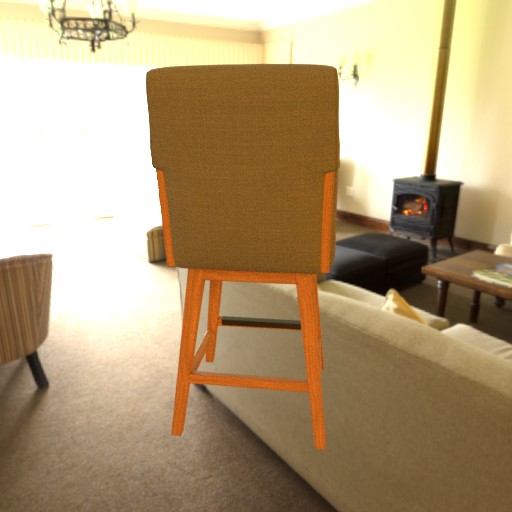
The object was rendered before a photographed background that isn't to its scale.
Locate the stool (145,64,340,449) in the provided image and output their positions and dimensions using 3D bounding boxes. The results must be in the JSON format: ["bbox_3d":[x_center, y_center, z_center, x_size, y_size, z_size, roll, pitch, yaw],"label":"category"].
[{"bbox_3d":[0.000,0.000,1.342,0.459,1.019,0.570,2,17,7],"label":"stool"}]
